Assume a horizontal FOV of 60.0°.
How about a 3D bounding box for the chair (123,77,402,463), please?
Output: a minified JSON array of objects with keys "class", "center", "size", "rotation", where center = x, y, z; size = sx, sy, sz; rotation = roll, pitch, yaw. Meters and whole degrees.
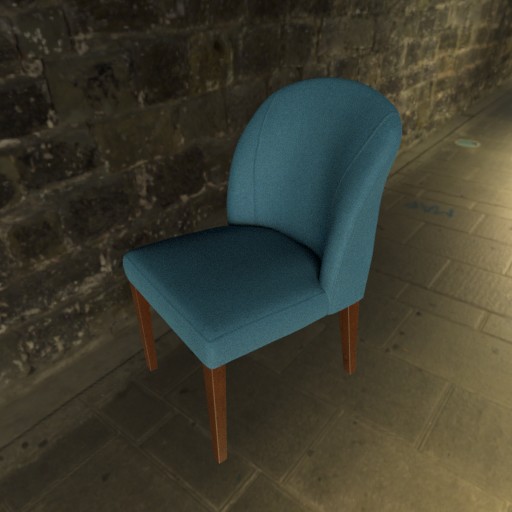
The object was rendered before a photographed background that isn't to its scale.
[{"class":"chair","center":[0.000,0.000,1.252],"size":[0.620,0.879,0.507],"rotation":[-21,38,-31]}]
